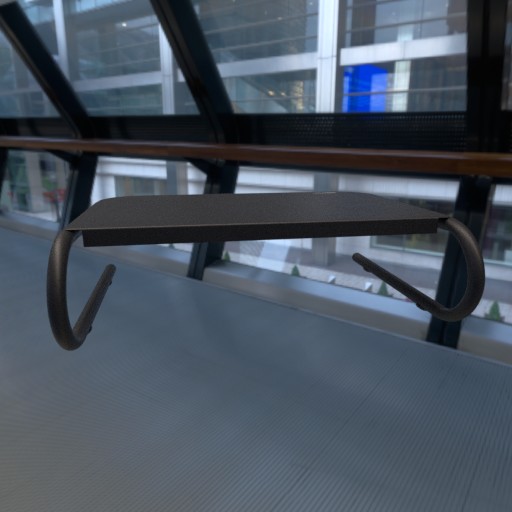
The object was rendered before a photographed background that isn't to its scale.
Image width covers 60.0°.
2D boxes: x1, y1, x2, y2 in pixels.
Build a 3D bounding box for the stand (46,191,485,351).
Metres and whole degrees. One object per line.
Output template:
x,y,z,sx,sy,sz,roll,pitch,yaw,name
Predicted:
0.000,0.000,0.496,0.370,0.108,0.280,-3,15,-10,stand
